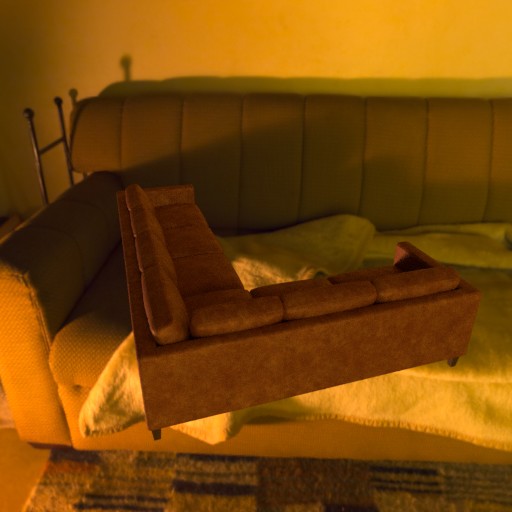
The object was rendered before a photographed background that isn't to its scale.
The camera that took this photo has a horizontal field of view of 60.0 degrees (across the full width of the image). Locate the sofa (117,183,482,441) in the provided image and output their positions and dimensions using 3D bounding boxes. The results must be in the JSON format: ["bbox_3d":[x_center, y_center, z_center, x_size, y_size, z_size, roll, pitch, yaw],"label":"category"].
[{"bbox_3d":[0.000,0.000,4.317,2.438,0.838,3.150,-8,28,-16],"label":"sofa"}]
